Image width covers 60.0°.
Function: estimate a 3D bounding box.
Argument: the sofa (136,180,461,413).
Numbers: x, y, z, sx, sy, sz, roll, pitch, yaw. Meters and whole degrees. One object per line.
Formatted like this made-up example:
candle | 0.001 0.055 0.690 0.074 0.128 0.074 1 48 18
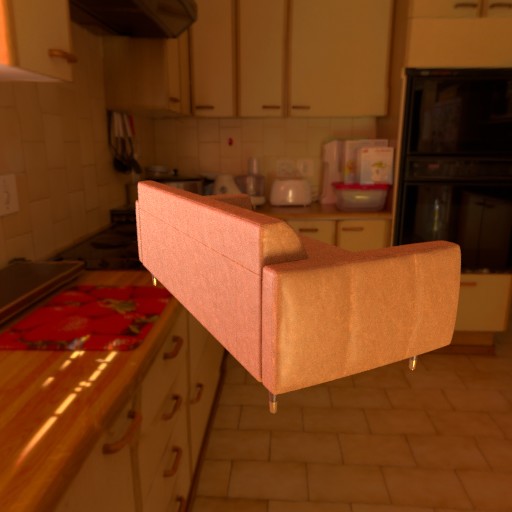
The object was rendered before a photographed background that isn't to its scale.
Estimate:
sofa | 0.000 0.000 2.774 0.990 0.821 2.291 -7 16 -26
